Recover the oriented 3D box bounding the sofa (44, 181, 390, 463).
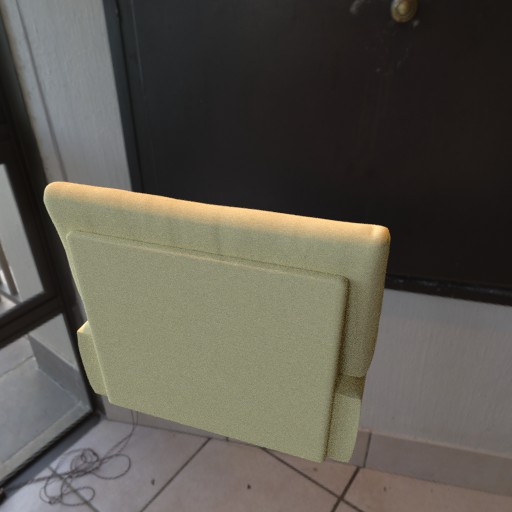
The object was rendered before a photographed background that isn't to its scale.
[{"bbox_3d":[0.000,0.000,1.646,0.930,0.820,1.000,10,33,15],"label":"sofa"}]
